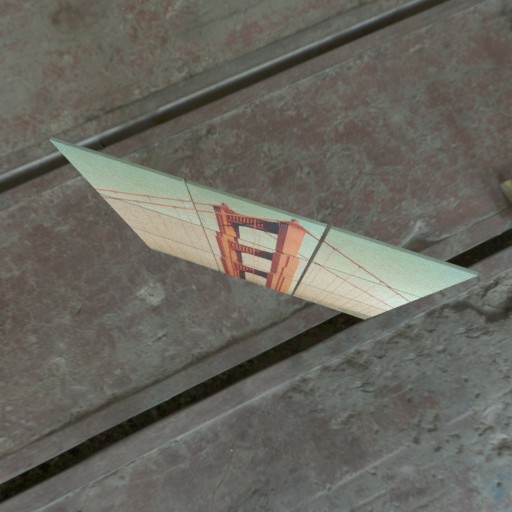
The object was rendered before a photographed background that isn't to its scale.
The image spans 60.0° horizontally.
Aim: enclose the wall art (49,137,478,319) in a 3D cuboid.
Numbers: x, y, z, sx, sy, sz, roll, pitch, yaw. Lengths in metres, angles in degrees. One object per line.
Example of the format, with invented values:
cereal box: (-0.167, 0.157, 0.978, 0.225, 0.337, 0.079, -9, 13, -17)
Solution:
wall art: (0.000, 0.000, 2.232, 1.517, 1.523, 0.013, 18, 77, 4)
